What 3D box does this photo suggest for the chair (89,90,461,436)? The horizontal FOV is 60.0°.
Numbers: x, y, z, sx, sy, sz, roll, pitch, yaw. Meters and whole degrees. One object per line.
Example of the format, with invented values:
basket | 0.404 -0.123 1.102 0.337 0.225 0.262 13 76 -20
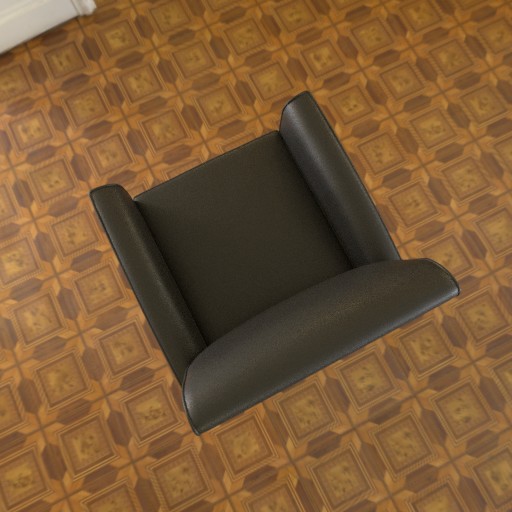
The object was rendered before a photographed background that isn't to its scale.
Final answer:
chair | 0.000 0.000 1.560 0.820 0.916 0.819 -27 78 -6
